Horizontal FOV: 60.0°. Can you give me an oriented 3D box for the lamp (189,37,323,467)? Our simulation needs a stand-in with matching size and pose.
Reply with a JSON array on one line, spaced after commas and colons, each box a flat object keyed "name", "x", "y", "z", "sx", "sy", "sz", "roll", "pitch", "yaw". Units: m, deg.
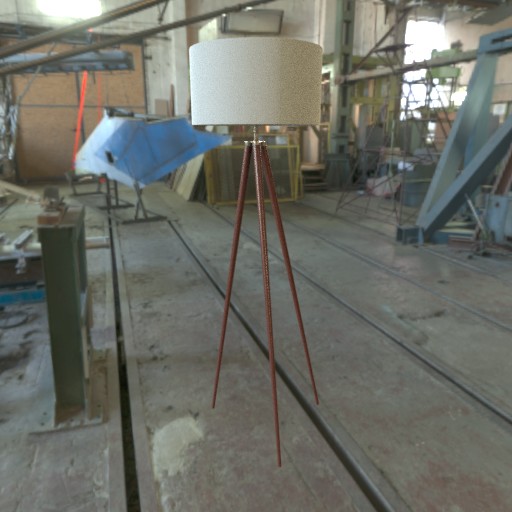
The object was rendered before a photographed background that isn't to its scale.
[{"name": "lamp", "x": 0.000, "y": 0.000, "z": 1.824, "sx": 0.483, "sy": 1.553, "sz": 0.483, "roll": 8, "pitch": 17, "yaw": 25}]
